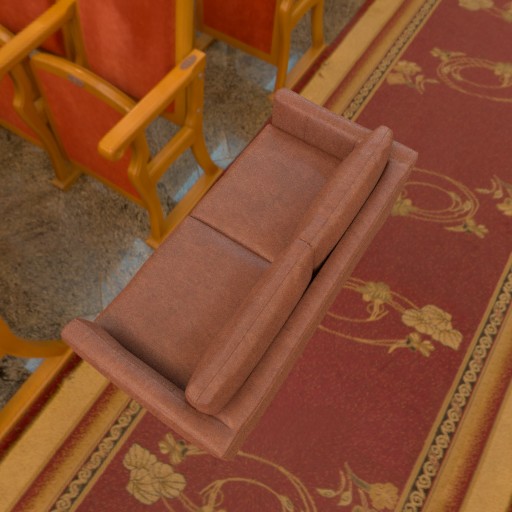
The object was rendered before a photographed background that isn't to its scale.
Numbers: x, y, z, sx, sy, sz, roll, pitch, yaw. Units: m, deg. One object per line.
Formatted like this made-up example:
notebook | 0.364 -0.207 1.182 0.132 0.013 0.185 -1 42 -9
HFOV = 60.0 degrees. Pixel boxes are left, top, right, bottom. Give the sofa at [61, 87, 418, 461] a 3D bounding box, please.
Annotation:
sofa | 0.000 0.000 2.302 0.899 0.883 1.797 31 67 14
